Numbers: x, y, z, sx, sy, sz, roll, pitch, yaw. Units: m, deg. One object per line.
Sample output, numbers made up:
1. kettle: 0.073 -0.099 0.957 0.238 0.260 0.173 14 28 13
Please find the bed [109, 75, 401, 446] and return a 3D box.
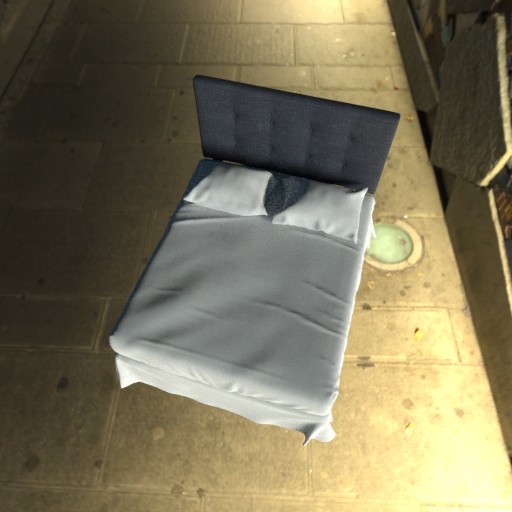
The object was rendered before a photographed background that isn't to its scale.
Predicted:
1. bed: 0.000 0.000 3.508 1.936 1.577 2.222 14 58 9
